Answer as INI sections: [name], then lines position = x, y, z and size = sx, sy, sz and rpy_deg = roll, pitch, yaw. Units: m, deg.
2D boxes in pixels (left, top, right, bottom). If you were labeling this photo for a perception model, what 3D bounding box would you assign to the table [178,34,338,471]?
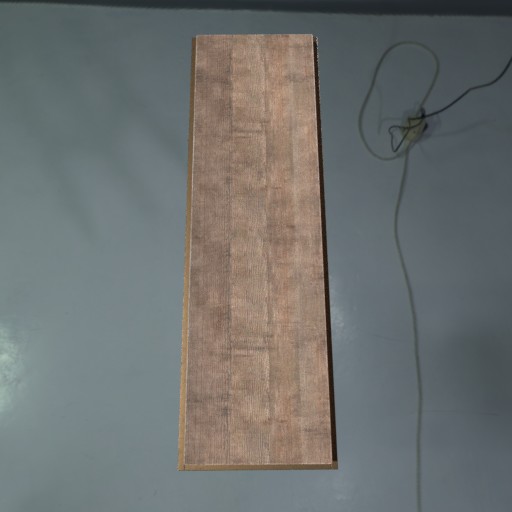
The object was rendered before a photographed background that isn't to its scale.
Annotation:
[table]
position = 0.000, 0.000, 1.748
size = 0.440, 0.820, 1.400
rpy_deg = 0, 76, 0
